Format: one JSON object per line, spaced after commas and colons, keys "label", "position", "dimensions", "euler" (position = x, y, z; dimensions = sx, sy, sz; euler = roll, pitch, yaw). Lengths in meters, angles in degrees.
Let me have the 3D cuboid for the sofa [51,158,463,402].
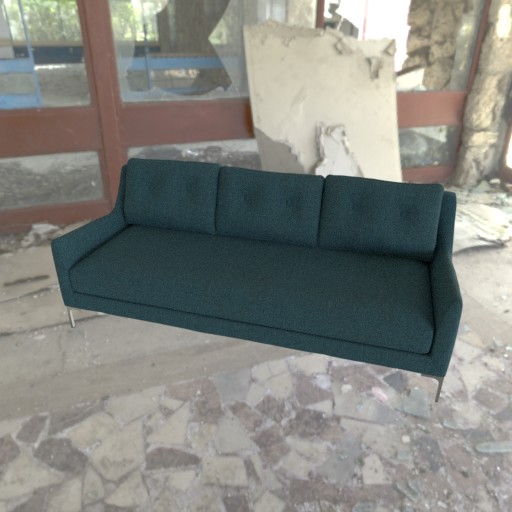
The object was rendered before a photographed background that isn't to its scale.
{"label": "sofa", "position": [0.000, 0.000, 2.480], "dimensions": [2.060, 0.837, 0.849], "euler": [8, 28, 15]}
